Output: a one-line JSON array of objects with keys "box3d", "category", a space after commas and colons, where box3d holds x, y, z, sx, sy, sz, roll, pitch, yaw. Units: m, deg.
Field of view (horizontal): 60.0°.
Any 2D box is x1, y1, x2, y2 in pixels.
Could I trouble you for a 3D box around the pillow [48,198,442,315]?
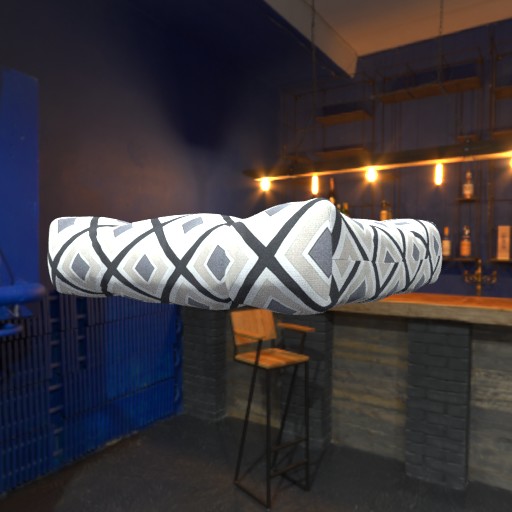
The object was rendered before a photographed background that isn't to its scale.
[{"box3d": [0.000, 0.000, 0.728, 0.490, 0.128, 0.468, 1, 2, 35], "category": "pillow"}]
